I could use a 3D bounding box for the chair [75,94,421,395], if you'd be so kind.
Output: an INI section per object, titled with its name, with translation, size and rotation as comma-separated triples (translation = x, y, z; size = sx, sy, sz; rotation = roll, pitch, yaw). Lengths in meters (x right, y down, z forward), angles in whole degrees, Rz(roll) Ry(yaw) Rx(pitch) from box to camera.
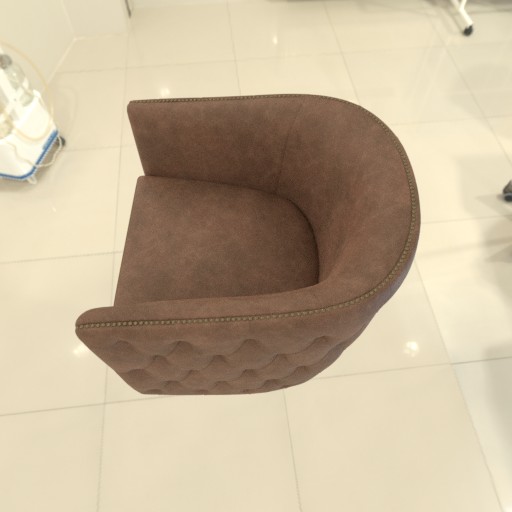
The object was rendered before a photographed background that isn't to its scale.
[chair]
translation = 0.000, 0.000, 1.515
size = 0.870, 0.790, 0.850
rotation = 0, 58, 0
